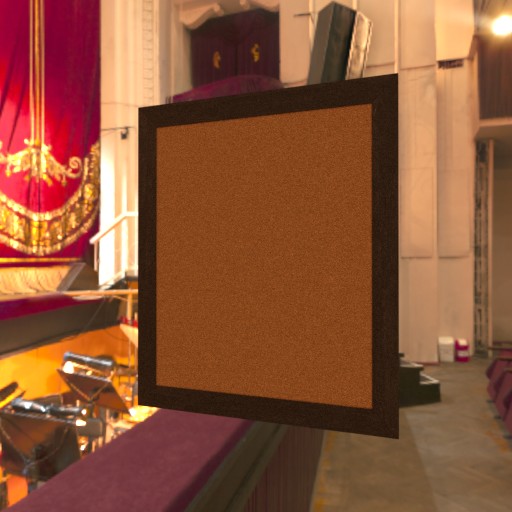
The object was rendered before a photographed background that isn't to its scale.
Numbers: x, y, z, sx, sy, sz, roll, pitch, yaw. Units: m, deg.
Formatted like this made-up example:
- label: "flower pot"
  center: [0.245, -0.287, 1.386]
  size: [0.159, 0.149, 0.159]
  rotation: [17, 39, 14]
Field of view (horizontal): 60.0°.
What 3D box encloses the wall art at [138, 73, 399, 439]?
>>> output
- label: "wall art"
  center: [0.000, 0.000, 0.776]
  size: [0.476, 0.570, 0.013]
  rotation: [0, 0, 20]
